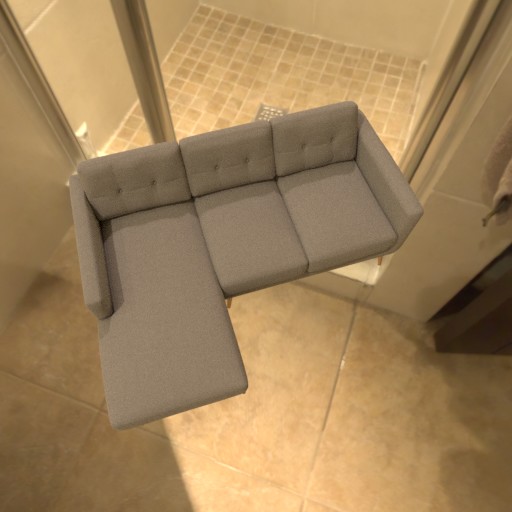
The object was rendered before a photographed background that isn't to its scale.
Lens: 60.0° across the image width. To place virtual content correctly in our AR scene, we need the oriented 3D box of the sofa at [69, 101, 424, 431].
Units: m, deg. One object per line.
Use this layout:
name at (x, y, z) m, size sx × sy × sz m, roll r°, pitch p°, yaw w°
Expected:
sofa at (0.000, 0.000, 2.763) m, size 2.040 × 0.860 × 1.530 m, roll -15°, pitch 63°, yaw -8°
